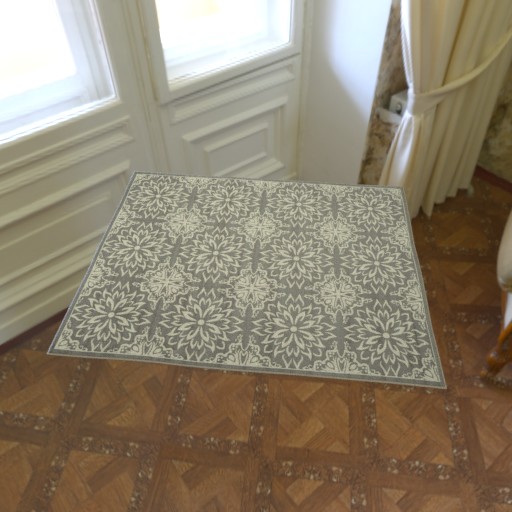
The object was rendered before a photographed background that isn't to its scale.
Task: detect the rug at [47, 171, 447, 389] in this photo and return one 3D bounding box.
[{"bbox_3d":[0.000,0.000,4.086,2.980,0.012,2.363,4,47,4],"label":"rug"}]
